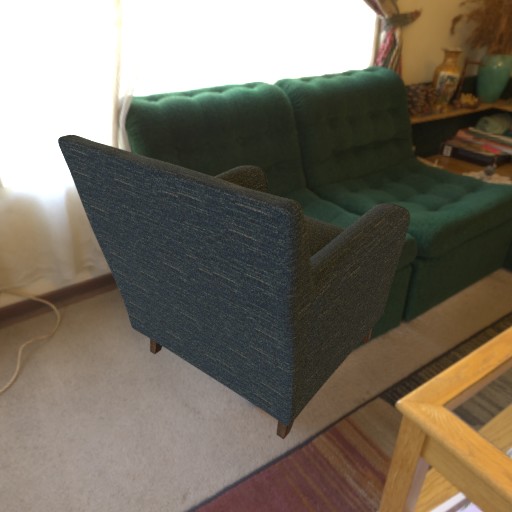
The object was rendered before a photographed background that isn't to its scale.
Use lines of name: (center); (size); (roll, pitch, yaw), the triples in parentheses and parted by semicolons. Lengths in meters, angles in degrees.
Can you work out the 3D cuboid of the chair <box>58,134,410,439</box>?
chair: (0.000, 0.000, 1.632); (0.864, 0.928, 0.873); (22, 37, 32)
